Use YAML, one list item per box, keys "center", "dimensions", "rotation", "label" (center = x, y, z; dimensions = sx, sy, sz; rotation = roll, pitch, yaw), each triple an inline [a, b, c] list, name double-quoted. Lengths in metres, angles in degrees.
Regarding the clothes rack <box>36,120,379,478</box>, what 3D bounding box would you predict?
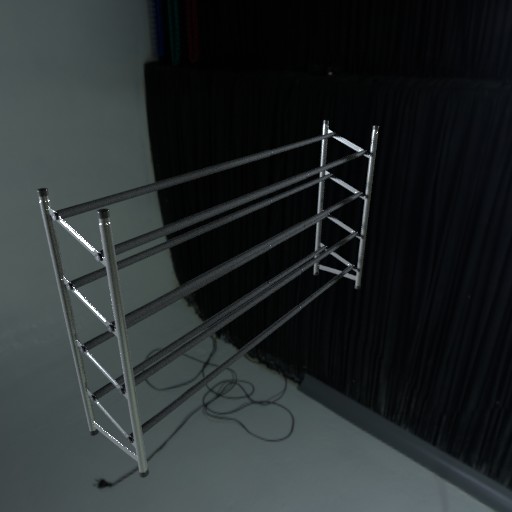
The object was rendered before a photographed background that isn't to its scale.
- center: [0.000, 0.000, 1.390]
  dimensions: [0.229, 0.672, 1.168]
  rotation: [18, 31, 34]
  label: "clothes rack"
